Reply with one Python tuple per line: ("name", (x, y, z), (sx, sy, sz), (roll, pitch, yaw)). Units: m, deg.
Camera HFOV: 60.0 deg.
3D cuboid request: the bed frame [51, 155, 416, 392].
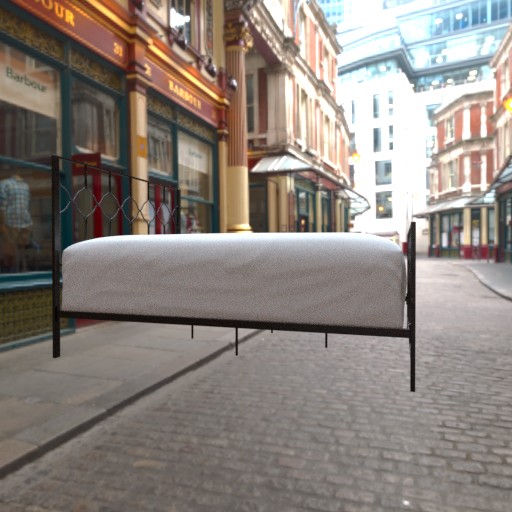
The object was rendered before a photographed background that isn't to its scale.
("bed frame", (0.000, 0.000, 3.106), (2.063, 1.222, 1.597), (0, 1, 18))
